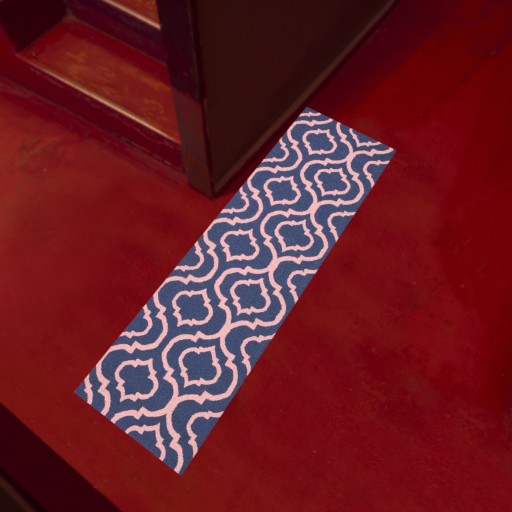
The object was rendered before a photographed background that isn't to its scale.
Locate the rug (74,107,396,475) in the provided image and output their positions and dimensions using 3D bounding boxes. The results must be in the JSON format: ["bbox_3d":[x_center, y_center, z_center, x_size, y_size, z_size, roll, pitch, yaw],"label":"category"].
[{"bbox_3d":[0.000,0.000,2.580,0.685,0.006,2.296,31,68,14],"label":"rug"}]
